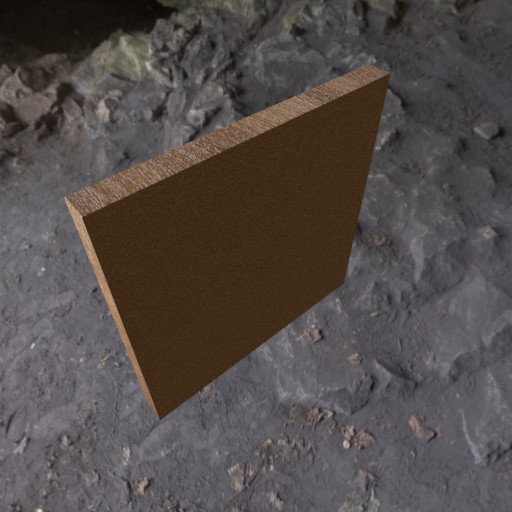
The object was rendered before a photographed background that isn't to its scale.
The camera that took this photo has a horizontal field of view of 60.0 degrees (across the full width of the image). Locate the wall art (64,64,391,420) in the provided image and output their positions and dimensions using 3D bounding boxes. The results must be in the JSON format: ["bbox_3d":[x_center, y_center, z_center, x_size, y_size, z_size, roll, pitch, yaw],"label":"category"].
[{"bbox_3d":[0.000,0.000,0.610,0.406,0.403,0.039,-32,55,-26],"label":"wall art"}]
